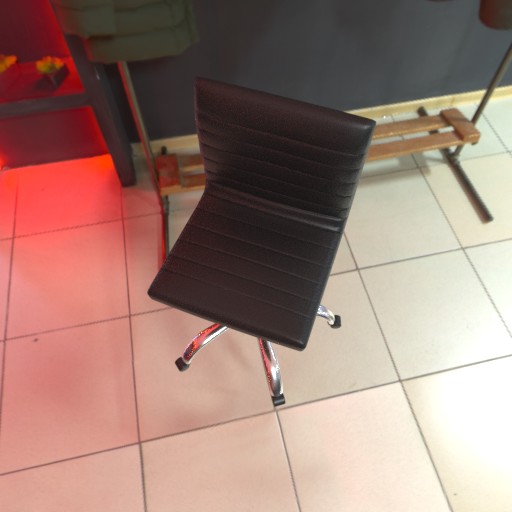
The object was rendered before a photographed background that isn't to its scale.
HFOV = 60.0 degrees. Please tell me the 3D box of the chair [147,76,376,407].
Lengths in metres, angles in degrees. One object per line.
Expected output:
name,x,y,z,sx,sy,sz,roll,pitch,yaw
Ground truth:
chair,0.000,0.000,1.155,0.556,0.780,0.530,18,61,10
